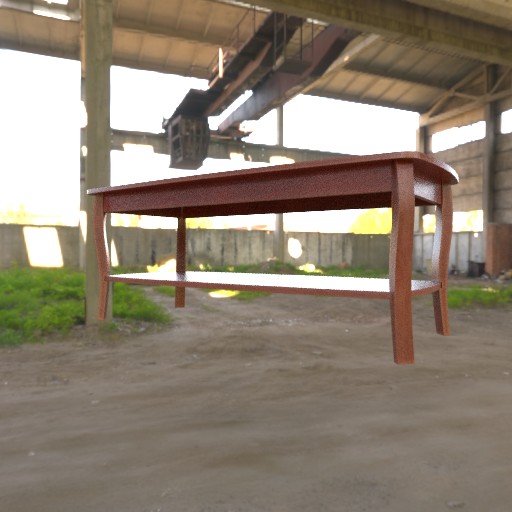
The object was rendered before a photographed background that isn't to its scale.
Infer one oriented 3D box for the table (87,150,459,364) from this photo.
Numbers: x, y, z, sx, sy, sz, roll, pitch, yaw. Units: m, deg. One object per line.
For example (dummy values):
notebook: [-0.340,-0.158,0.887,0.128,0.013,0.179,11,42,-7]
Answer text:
table: [0.000,0.000,1.491,1.216,0.473,0.561,1,1,35]
